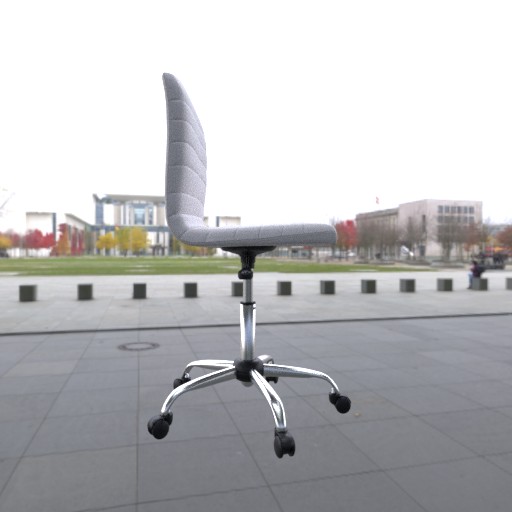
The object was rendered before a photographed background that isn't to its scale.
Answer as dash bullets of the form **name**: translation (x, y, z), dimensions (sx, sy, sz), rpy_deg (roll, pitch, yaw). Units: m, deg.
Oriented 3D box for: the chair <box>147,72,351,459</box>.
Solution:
- **chair**: translation (0.000, 0.000, 1.066), dimensions (0.455, 0.750, 0.520), rpy_deg (0, 0, 0)
